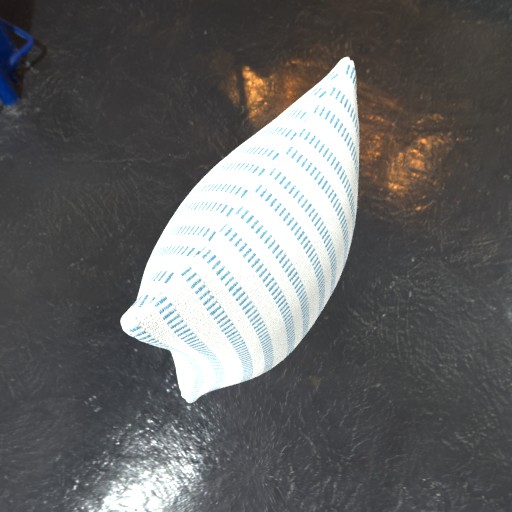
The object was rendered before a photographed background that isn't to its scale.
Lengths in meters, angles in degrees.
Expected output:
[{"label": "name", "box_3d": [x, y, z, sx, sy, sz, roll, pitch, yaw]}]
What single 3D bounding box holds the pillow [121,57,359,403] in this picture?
[{"label": "pillow", "box_3d": [0.000, 0.000, 0.670, 0.247, 0.419, 0.438, 31, 68, 14]}]
